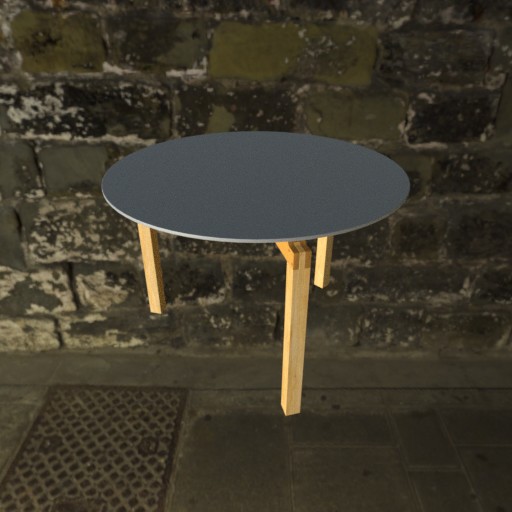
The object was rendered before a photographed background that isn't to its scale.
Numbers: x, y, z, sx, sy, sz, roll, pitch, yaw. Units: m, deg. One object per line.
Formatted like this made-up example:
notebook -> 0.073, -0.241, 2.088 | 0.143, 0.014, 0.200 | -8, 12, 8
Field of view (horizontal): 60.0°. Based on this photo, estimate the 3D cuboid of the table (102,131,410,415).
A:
table -> 0.000, 0.000, 1.001 | 0.600, 0.405, 0.600 | 0, 30, 0
